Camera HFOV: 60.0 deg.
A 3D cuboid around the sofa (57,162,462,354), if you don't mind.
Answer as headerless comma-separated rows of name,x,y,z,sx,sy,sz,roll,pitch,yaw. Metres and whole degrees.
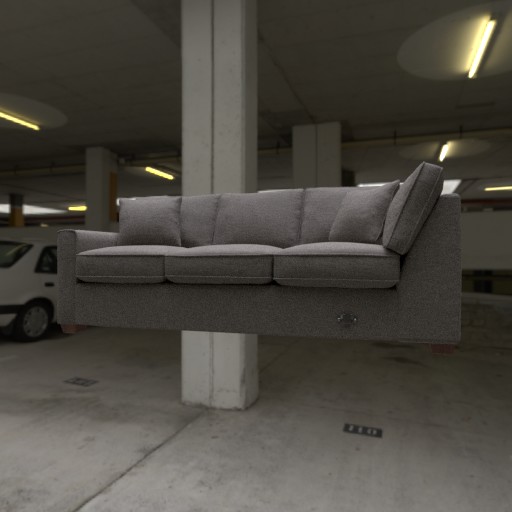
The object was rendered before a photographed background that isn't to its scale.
sofa,0.000,0.000,2.859,2.317,0.962,1.061,0,-1,18
